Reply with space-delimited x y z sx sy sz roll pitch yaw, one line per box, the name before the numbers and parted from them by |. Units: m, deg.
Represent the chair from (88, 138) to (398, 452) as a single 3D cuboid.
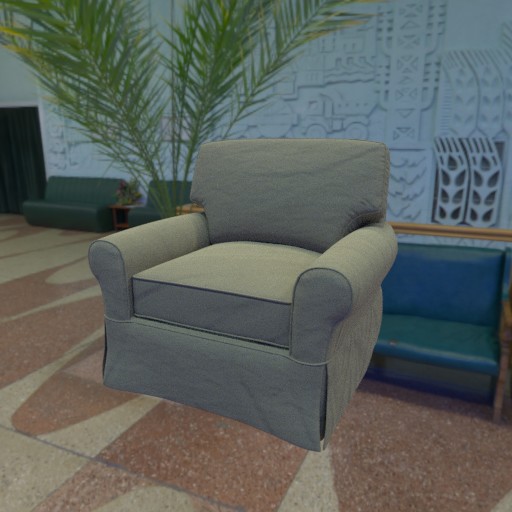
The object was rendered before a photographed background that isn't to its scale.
chair | 0.000 0.000 1.961 1.135 1.017 0.988 7 16 26
